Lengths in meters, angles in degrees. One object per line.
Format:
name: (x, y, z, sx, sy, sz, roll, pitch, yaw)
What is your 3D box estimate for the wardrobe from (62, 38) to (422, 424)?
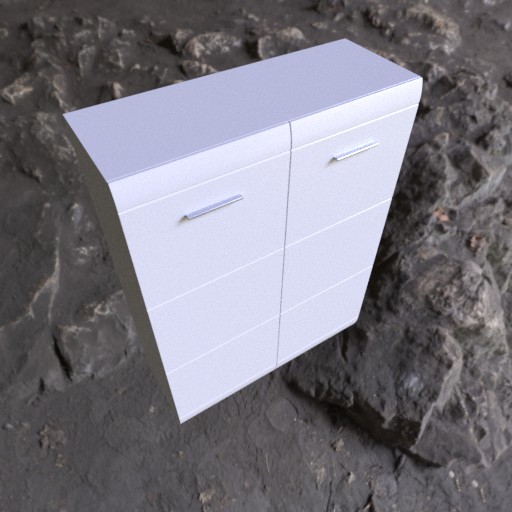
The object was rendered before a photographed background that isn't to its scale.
wardrobe: (0.000, 0.000, 1.585, 0.900, 1.200, 0.360, -25, 51, -22)
